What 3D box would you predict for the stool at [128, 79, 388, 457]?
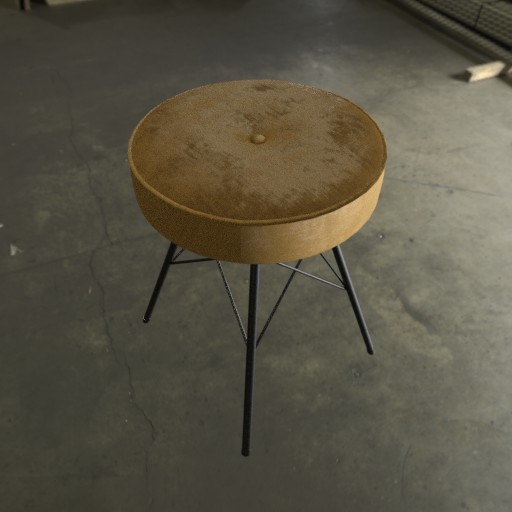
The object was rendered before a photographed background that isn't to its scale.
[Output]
[{"bbox_3d":[0.000,0.000,0.936,0.438,0.595,0.472,-28,53,-24],"label":"stool"}]
